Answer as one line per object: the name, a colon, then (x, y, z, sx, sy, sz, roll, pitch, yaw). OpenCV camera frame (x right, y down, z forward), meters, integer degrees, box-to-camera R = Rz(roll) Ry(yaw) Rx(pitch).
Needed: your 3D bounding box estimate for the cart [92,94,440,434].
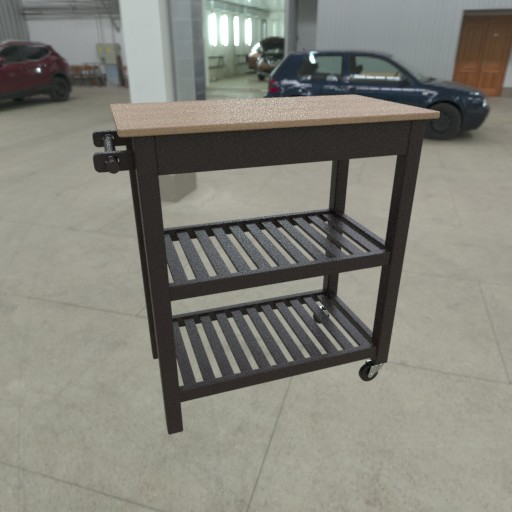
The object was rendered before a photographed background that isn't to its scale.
cart: (0.000, 0.000, 1.454, 0.899, 0.927, 0.457, -8, 27, -17)
